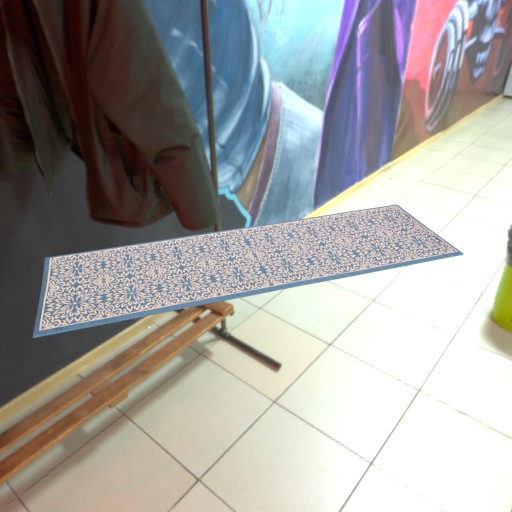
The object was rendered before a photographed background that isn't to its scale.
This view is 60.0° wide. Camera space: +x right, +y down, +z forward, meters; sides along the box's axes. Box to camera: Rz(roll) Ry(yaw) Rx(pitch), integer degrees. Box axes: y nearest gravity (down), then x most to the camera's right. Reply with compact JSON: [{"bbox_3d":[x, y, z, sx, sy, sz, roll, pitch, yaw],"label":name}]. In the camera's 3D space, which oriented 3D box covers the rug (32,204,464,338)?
[{"bbox_3d":[0.000,0.000,2.423,2.196,0.011,0.662,-10,34,-15],"label":"rug"}]
